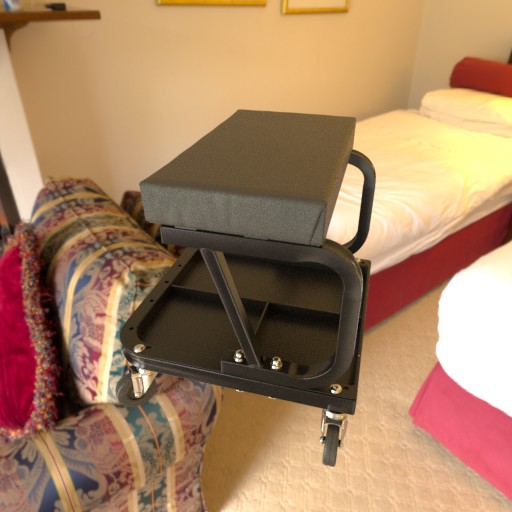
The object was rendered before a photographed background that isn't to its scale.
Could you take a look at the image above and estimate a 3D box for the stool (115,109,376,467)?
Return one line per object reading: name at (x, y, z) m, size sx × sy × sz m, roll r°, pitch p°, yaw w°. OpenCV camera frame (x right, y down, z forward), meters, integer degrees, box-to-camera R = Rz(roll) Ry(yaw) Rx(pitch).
stool at (0.000, 0.000, 0.721) m, size 0.371 × 0.380 × 0.446 m, roll 8°, pitch 32°, yaw 13°
